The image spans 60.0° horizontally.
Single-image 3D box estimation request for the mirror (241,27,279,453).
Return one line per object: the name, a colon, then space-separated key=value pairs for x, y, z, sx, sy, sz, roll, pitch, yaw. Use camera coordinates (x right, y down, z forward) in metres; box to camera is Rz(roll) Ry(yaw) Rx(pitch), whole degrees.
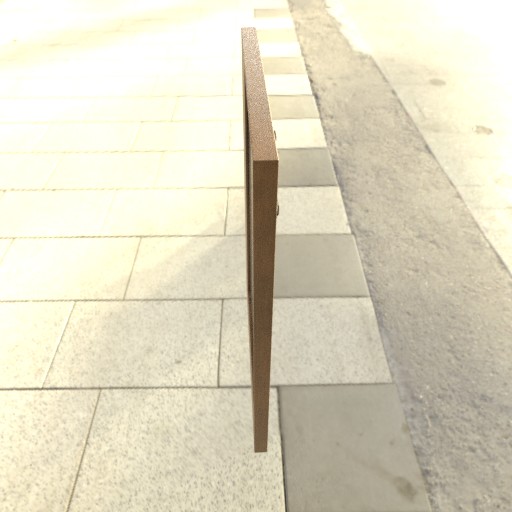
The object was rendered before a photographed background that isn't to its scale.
mirror: x=0.000 y=0.000 z=1.137 sx=0.040 sy=0.915 sz=0.609 roll=-2 pitch=43 yaw=-2
